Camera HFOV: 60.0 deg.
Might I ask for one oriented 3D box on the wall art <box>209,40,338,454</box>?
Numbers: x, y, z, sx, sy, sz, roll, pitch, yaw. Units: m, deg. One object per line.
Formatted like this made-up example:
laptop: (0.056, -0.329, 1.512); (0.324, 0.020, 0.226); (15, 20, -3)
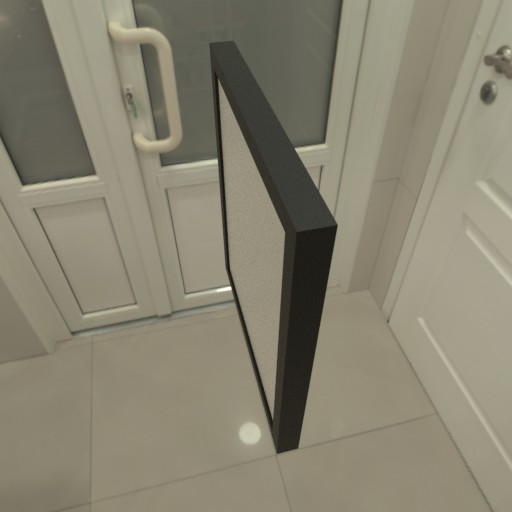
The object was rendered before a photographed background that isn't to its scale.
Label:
wall art: (0.000, 0.000, 0.537); (0.029, 0.381, 0.330); (-10, 47, -10)
